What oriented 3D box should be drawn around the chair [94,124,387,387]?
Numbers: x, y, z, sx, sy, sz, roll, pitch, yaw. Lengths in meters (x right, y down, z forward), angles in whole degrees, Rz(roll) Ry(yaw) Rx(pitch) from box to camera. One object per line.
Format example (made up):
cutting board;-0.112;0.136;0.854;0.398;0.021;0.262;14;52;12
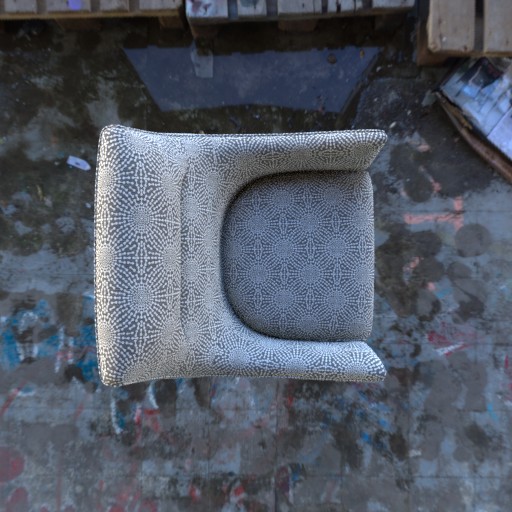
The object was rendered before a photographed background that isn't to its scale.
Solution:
chair;0.000;0.000;1.454;0.787;0.838;0.762;0;90;0
